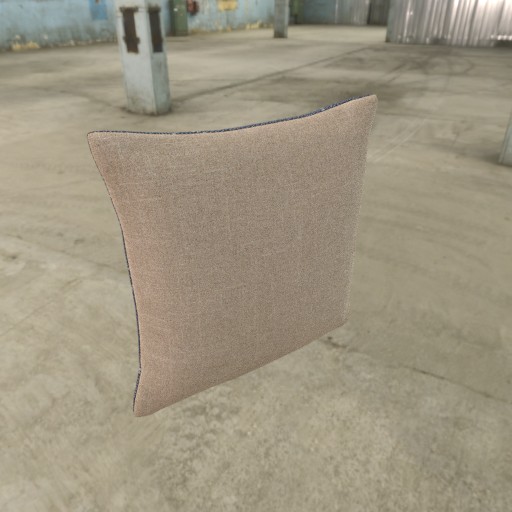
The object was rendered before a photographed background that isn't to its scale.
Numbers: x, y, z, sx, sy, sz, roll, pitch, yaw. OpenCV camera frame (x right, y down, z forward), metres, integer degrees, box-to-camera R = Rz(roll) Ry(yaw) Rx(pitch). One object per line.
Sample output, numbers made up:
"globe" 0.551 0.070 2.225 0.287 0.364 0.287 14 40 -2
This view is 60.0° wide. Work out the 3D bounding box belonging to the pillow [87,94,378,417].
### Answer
"pillow" 0.000 0.000 0.669 0.435 0.428 0.148 -18 34 -29
